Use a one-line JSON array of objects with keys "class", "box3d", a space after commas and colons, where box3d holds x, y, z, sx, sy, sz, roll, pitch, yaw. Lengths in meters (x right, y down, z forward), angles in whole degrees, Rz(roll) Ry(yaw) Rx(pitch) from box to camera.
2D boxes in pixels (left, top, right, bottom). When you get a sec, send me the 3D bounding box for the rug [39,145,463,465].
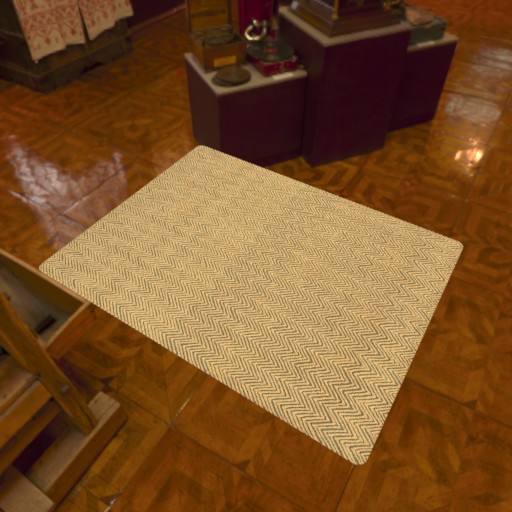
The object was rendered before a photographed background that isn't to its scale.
[{"class": "rug", "box3d": [0.000, 0.000, 4.152, 3.207, 0.014, 2.439, 25, 51, 22]}]
